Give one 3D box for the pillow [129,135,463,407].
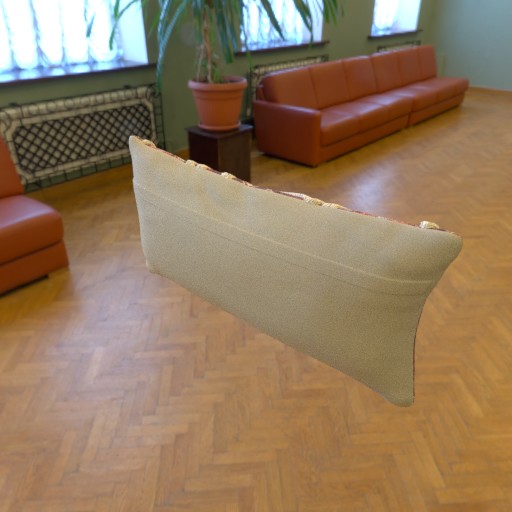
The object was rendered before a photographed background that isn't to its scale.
[{"bbox_3d":[0.000,0.000,0.729,0.608,0.295,0.161,23,38,34],"label":"pillow"}]
